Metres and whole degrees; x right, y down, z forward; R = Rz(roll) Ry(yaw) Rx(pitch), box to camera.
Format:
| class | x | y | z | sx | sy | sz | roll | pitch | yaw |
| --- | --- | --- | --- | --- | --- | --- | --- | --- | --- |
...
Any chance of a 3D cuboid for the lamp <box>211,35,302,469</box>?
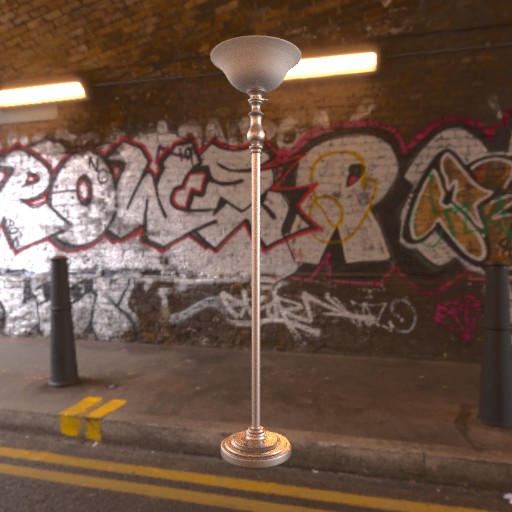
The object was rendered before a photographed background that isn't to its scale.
| class | x | y | z | sx | sy | sz | roll | pitch | yaw |
| --- | --- | --- | --- | --- | --- | --- | --- | --- | --- |
| lamp | 0.000 | 0.000 | 1.980 | 0.405 | 1.771 | 0.405 | 0 | 0 | -37 |
